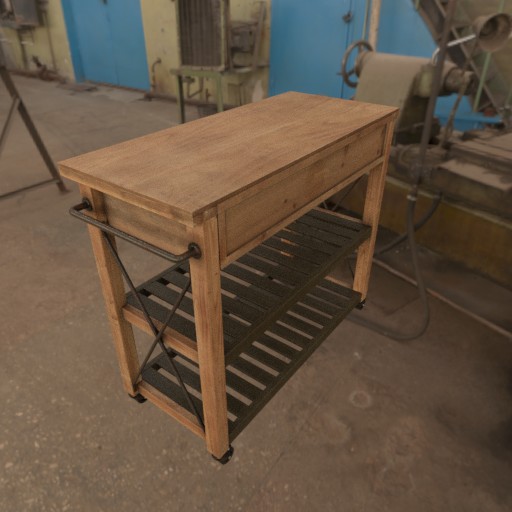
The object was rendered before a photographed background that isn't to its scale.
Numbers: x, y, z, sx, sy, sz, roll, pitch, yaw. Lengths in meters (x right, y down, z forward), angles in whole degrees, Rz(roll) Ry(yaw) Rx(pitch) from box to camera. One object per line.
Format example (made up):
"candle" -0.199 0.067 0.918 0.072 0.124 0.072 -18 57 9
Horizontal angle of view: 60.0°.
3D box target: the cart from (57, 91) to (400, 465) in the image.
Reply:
"cart" 0.000 0.000 0.971 0.298 0.554 0.686 22 38 31
